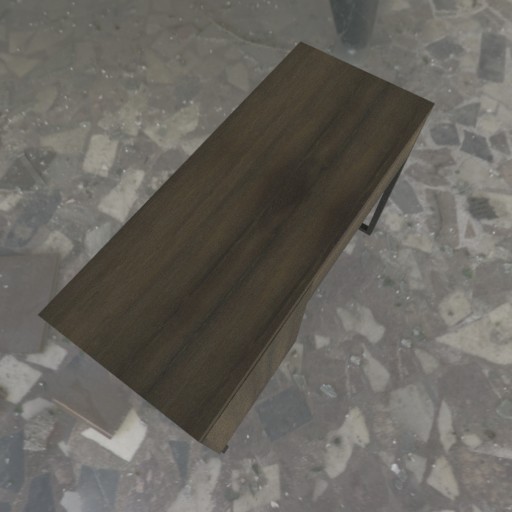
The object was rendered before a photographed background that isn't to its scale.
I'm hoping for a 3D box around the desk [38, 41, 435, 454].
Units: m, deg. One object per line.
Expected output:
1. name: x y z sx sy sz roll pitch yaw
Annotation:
1. desk: 0.000 0.000 1.511 0.511 0.752 1.134 32 68 15
